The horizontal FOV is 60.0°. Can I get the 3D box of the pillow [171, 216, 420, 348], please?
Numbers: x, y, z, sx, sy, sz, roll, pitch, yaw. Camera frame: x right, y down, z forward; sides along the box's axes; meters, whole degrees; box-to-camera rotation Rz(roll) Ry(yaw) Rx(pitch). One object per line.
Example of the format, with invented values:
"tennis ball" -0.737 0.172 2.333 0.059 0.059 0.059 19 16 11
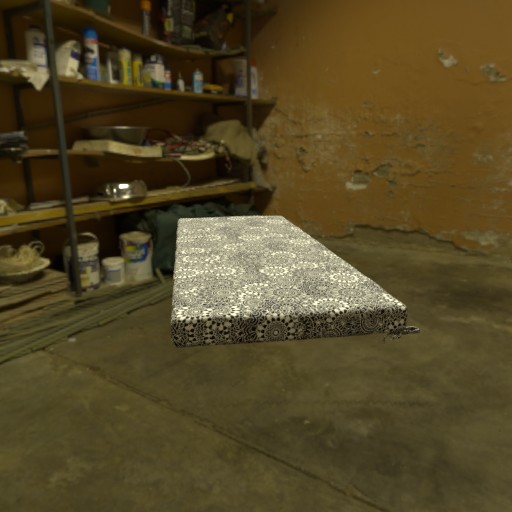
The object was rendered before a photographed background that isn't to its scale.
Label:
"pillow" 0.000 0.000 1.373 0.492 0.081 1.187 -2 14 -9
